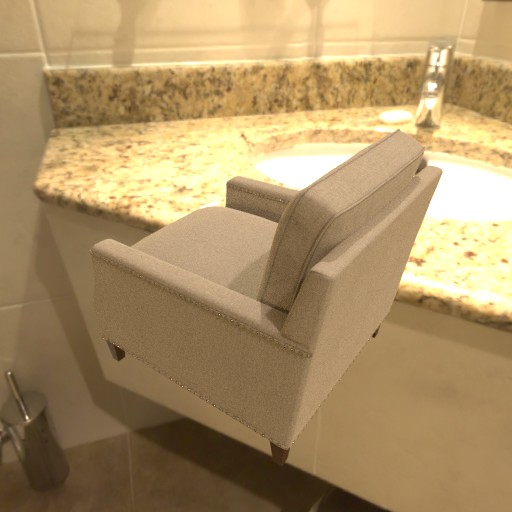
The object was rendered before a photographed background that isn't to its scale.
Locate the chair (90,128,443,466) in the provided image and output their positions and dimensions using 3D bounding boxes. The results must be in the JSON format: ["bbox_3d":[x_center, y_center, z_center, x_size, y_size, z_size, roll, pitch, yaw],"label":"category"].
[{"bbox_3d":[0.000,0.000,1.678,1.014,0.943,0.853,21,37,30],"label":"chair"}]
